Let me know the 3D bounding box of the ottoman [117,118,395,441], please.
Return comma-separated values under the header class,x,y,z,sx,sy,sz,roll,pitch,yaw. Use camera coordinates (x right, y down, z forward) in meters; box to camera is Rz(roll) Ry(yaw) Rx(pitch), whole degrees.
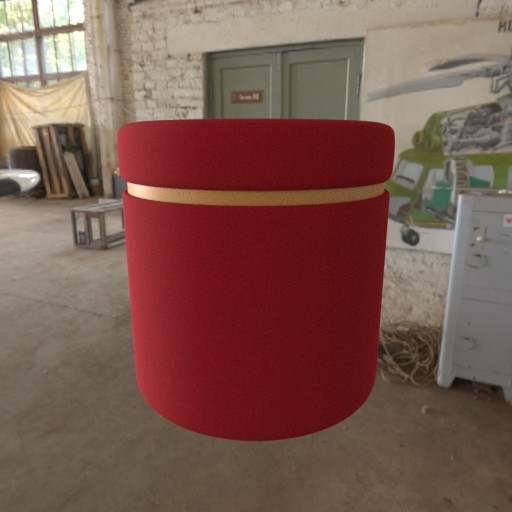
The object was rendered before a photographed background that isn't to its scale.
class,x,y,z,sx,sy,sz,roll,pitch,yaw
ottoman,0.000,0.000,0.709,0.400,0.406,0.400,0,15,0
